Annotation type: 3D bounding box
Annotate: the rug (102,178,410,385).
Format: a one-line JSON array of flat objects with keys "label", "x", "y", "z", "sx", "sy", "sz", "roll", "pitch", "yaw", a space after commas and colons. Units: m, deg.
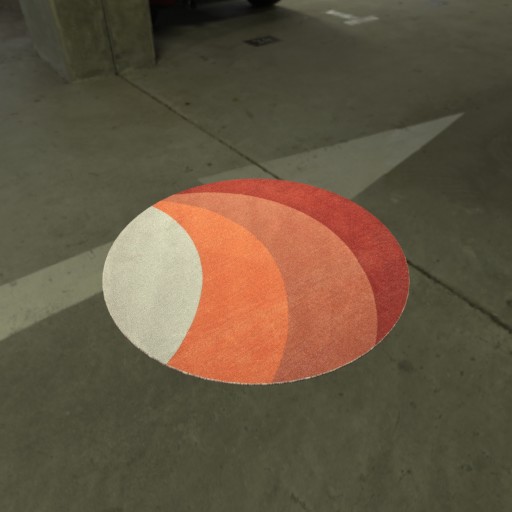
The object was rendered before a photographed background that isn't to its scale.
[{"label": "rug", "x": 0.000, "y": 0.000, "z": 2.260, "sx": 1.514, "sy": 0.015, "sz": 1.514, "roll": 0, "pitch": 40, "yaw": 0}]
